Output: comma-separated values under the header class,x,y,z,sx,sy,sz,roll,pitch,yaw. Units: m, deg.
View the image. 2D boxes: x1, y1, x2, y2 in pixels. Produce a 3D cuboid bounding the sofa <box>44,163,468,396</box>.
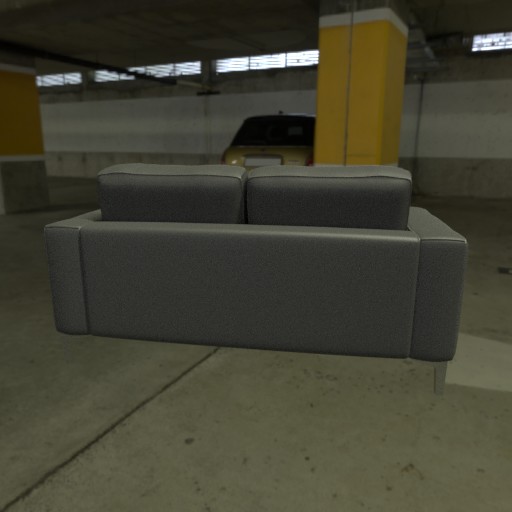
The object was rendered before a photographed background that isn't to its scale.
class,x,y,z,sx,sy,sz,roll,pitch,yaw
sofa,0.000,0.000,2.157,1.726,0.892,0.833,2,15,9
